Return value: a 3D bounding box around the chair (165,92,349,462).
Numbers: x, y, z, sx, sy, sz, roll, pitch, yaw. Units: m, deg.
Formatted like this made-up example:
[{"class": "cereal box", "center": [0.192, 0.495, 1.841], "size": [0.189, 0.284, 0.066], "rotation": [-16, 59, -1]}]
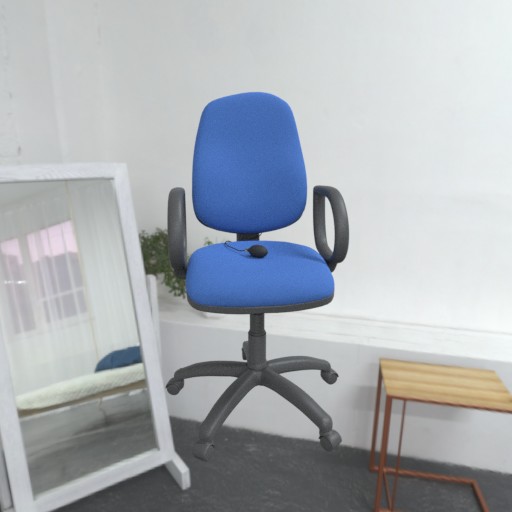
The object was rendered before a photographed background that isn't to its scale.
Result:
[{"class": "chair", "center": [0.000, 0.000, 1.241], "size": [0.552, 0.905, 0.549], "rotation": [-2, 15, -7]}]
